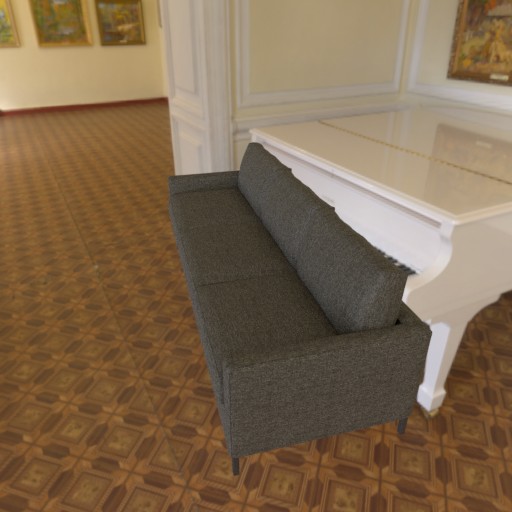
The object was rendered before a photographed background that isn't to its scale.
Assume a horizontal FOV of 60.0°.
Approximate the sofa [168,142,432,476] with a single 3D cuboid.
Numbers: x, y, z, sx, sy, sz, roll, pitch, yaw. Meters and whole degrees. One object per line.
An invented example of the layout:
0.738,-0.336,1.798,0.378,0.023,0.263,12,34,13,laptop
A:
0.000,0.000,2.694,0.876,0.879,2.253,-7,30,-13,sofa
